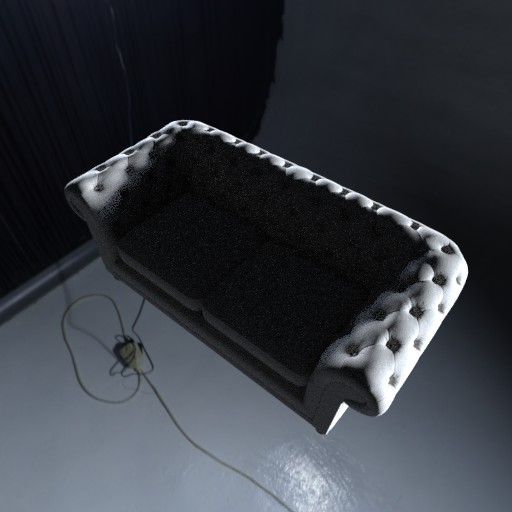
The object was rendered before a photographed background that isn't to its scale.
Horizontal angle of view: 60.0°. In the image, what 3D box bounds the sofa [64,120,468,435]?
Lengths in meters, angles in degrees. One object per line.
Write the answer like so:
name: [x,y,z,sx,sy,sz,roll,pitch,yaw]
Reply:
sofa: [0.000,0.000,2.479,1.998,0.764,0.986,31,54,25]
